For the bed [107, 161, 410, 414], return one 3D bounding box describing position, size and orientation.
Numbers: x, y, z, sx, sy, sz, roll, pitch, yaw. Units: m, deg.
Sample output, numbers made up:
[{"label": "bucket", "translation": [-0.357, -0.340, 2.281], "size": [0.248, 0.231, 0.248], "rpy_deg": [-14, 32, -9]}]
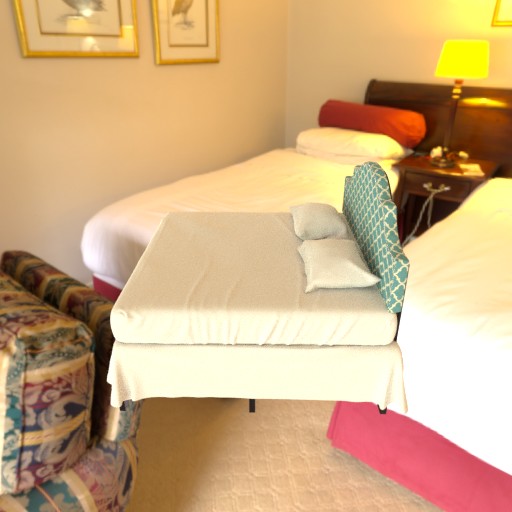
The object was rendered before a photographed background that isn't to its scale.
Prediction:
[{"label": "bed", "translation": [0.000, 0.000, 3.839], "size": [2.222, 1.601, 2.314], "rpy_deg": [0, 26, 1]}]
